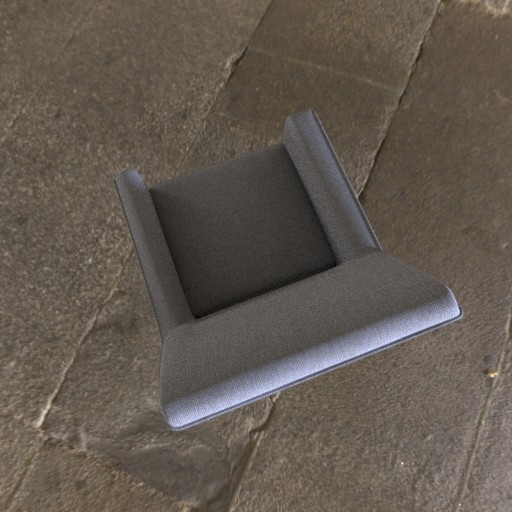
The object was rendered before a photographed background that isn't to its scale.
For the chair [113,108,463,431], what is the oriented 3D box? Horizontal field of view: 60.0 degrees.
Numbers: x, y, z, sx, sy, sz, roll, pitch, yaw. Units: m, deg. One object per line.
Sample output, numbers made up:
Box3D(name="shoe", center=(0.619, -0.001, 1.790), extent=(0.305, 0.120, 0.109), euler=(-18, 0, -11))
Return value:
Box3D(name="chair", center=(0.000, 0.000, 1.581), extent=(0.780, 0.919, 0.899), euler=(-20, 74, -6))
